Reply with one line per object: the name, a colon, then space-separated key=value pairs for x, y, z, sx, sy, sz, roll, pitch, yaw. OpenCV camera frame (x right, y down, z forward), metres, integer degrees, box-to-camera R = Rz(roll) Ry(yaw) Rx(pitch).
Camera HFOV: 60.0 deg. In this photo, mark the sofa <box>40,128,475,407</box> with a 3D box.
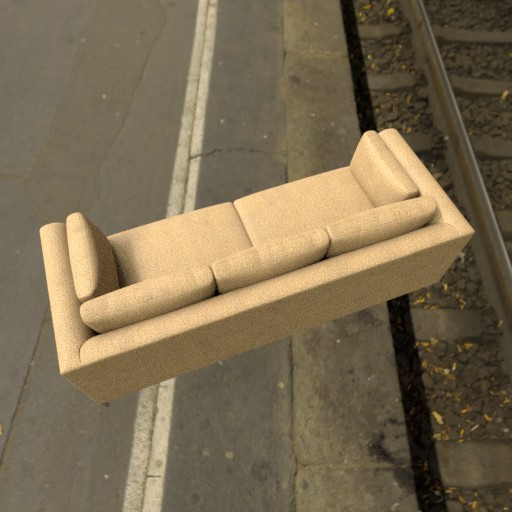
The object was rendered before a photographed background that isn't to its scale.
sofa: x=0.000 y=0.000 z=2.895 sx=2.415 sy=0.867 sz=0.969 roll=-18 pitch=60 yaw=-11
